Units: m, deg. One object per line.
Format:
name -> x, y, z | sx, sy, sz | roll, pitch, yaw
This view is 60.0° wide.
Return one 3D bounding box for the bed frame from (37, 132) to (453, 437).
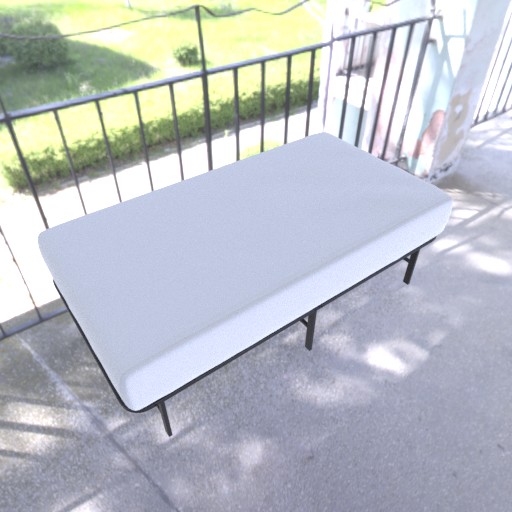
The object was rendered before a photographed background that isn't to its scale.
bed frame -> 0.000, 0.000, 2.396 | 1.908, 0.640, 1.025 | -26, 47, -27
